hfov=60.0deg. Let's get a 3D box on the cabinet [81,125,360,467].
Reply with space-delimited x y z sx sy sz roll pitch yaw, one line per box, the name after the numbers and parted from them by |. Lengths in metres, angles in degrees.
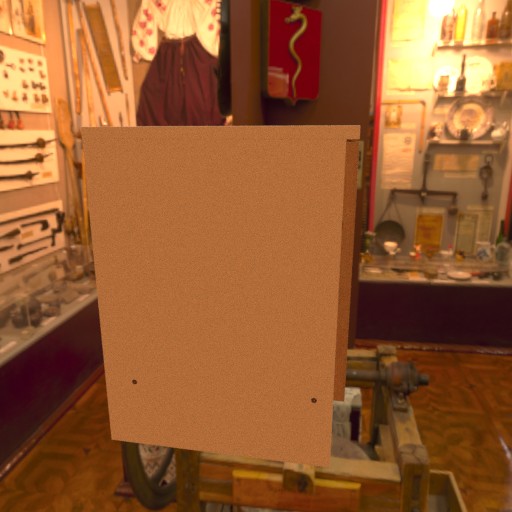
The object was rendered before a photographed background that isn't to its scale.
0.000 0.000 0.952 0.400 0.522 0.600 3 15 10 | cabinet
